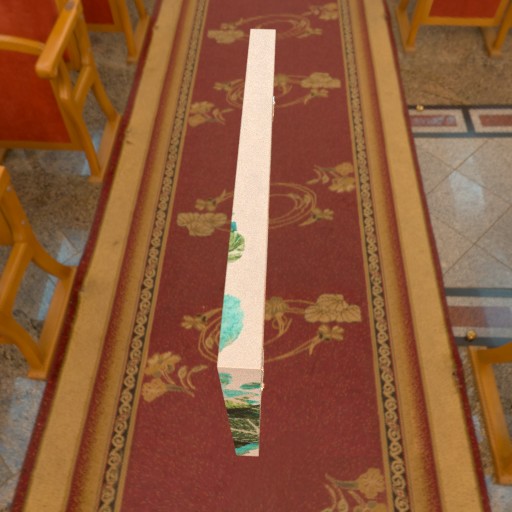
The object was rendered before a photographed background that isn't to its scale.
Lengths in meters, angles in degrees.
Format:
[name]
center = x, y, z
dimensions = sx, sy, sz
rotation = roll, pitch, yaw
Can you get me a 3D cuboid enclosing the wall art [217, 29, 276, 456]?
[wall art]
center = 0.000, 0.000, 0.690
dimensions = 0.041, 0.435, 0.507
rotation = 2, 57, 2
